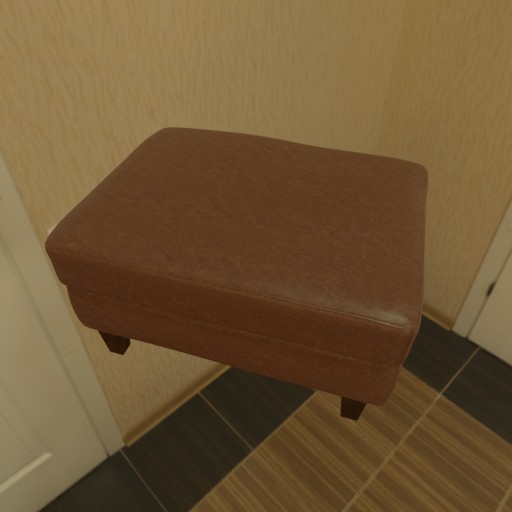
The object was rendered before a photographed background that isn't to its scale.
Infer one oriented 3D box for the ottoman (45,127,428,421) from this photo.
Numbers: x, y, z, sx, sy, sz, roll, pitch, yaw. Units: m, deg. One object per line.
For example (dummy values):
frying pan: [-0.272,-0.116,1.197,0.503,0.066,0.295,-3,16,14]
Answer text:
ottoman: [0.000,0.000,1.261,0.851,0.485,0.650,12,43,13]
